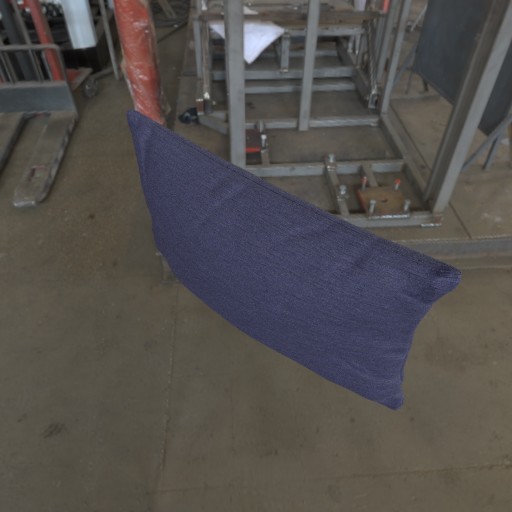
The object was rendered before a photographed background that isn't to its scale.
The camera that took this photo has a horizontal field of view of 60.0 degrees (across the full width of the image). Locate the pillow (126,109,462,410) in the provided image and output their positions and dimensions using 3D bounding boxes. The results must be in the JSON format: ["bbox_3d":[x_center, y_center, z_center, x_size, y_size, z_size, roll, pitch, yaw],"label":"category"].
[{"bbox_3d":[0.000,0.000,0.775,0.633,0.338,0.210,32,53,28],"label":"pillow"}]
